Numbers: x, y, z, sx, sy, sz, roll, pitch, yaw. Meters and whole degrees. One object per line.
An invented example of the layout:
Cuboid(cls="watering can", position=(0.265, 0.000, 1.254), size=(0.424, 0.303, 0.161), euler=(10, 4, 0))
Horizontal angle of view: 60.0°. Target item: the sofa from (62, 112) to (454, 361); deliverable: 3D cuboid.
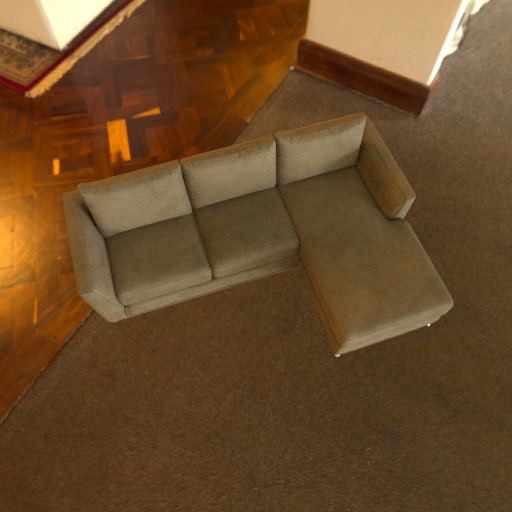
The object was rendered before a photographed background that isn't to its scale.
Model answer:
Cuboid(cls="sofa", position=(0.000, 0.000, 3.258), size=(2.438, 0.987, 1.622), euler=(-16, 64, -8))
